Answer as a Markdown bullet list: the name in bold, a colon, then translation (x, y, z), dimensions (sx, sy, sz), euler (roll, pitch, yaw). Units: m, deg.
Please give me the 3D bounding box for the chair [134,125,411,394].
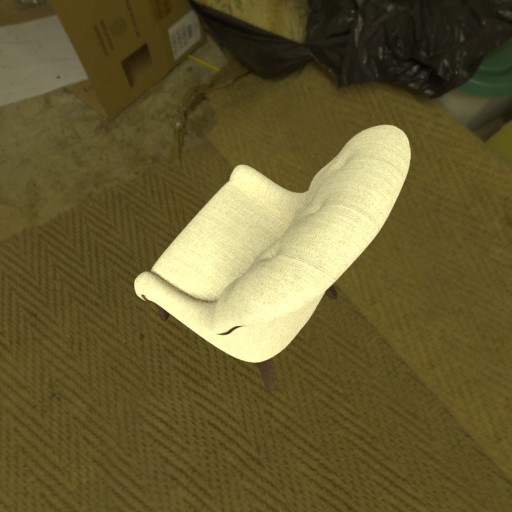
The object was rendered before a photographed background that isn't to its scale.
- **chair**: translation (0.000, 0.000, 1.469), dimensions (0.629, 1.091, 0.634), euler (33, 69, 14)
